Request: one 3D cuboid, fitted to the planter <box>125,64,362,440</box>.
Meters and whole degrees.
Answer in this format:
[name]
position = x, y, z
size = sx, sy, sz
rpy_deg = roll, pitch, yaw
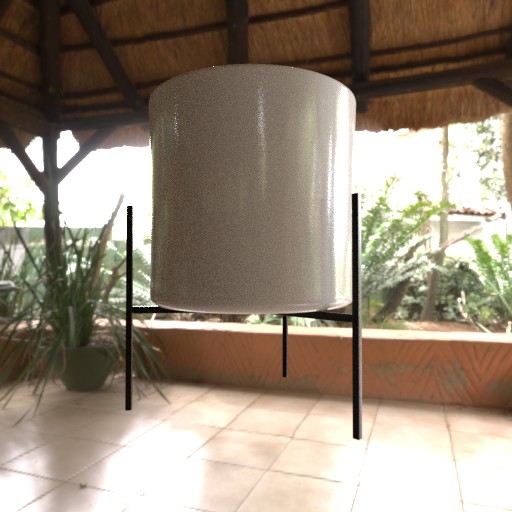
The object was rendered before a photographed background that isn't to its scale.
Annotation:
[planter]
position = 0.000, 0.000, 0.731
size = 0.360, 0.480, 0.361
rpy_deg = 0, -1, 19
